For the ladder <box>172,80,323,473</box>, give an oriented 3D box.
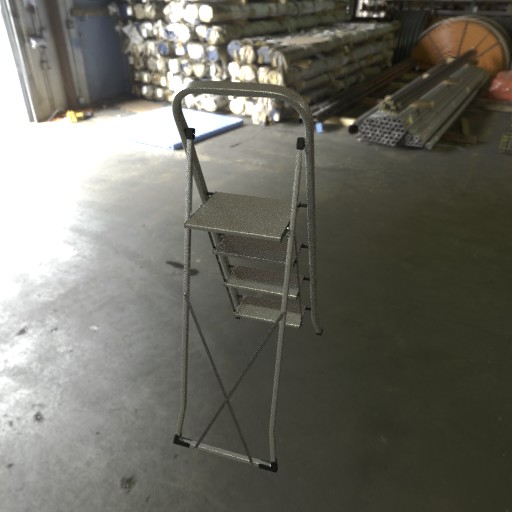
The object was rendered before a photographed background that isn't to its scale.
[{"bbox_3d":[0.000,0.000,1.659,0.465,1.290,0.830,9,32,15],"label":"ladder"}]
